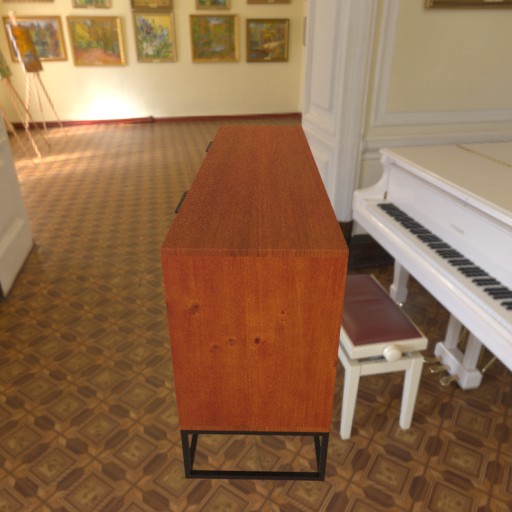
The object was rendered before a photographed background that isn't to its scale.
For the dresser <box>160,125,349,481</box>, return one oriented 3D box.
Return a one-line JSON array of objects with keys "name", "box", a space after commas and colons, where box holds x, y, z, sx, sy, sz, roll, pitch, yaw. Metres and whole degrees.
[{"name": "dresser", "box": [0.000, 0.000, 1.900, 0.464, 0.810, 1.536, 1, 27, 1]}]
